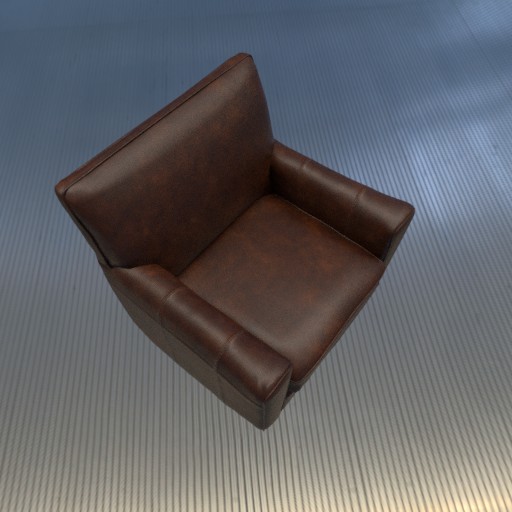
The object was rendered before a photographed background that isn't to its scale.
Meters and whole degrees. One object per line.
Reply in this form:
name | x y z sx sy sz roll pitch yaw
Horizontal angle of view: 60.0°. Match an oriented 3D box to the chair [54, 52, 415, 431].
chair | 0.000 0.000 1.640 0.823 0.943 0.870 34 64 20
